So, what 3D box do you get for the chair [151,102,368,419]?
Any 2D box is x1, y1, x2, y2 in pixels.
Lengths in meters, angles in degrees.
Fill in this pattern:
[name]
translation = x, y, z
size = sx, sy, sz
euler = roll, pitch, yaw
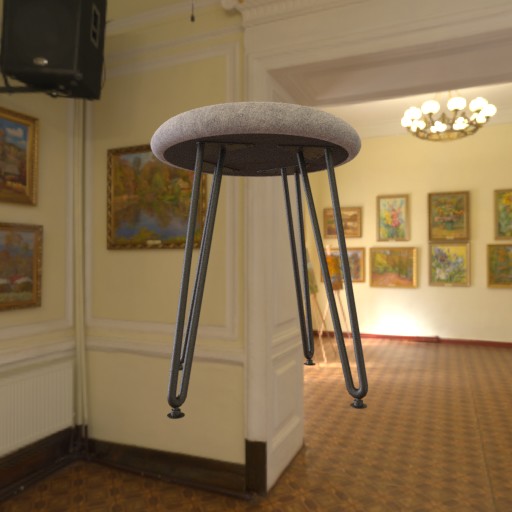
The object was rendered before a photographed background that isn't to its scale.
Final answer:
[chair]
translation = 0.000, 0.000, 0.665
size = 0.350, 0.386, 0.350
euler = 0, -1, 36
